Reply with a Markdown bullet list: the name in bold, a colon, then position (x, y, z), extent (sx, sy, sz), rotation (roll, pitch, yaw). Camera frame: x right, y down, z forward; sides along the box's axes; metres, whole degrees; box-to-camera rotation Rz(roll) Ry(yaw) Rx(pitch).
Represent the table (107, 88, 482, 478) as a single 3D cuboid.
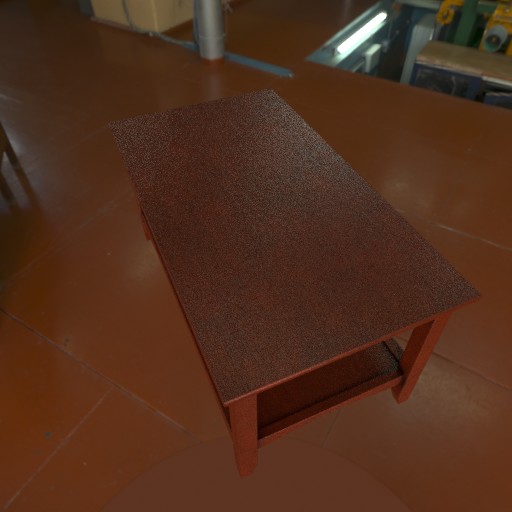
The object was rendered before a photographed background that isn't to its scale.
- **table**: position (0.000, 0.000, 1.235), extent (0.533, 0.456, 0.943), rotation (-18, 49, -16)
